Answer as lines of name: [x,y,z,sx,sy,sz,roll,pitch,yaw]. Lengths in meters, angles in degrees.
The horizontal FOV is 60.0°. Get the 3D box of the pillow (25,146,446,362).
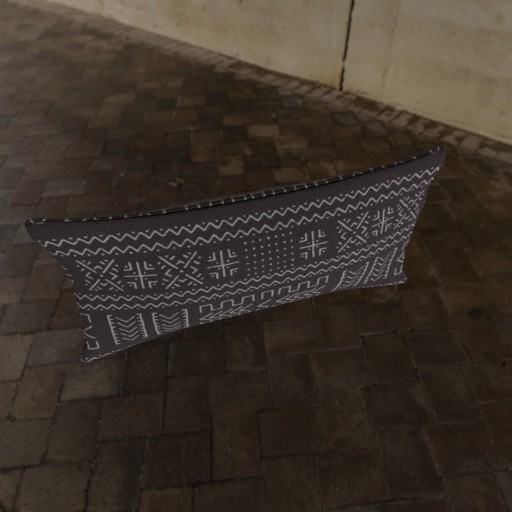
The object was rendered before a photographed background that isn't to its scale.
pillow: [0.000,0.000,0.773,0.667,0.322,0.135,-12,45,-13]
